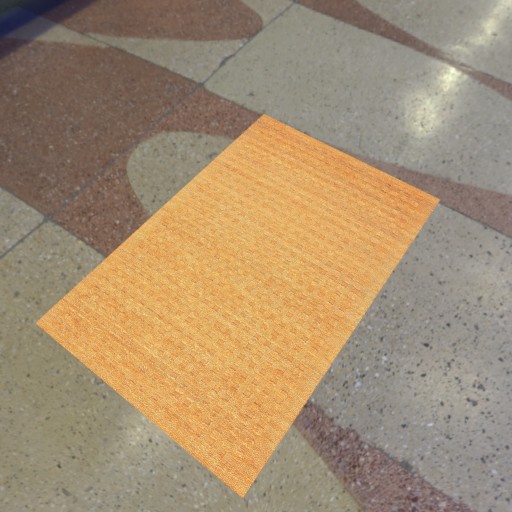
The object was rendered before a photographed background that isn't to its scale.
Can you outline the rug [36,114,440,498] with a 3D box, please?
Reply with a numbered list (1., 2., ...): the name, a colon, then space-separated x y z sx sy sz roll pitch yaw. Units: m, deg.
1. rug: 0.000 0.000 2.852 1.524 0.006 2.285 32 62 19
